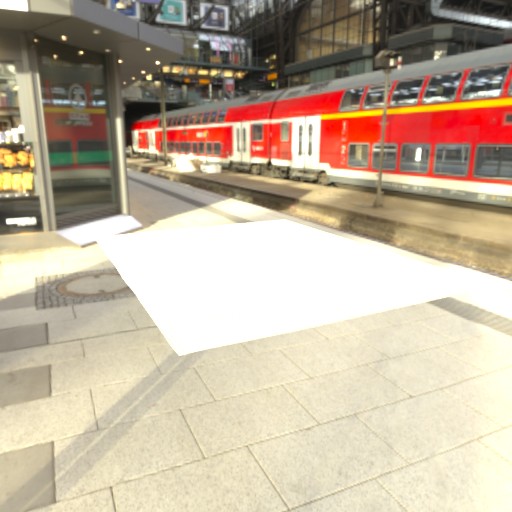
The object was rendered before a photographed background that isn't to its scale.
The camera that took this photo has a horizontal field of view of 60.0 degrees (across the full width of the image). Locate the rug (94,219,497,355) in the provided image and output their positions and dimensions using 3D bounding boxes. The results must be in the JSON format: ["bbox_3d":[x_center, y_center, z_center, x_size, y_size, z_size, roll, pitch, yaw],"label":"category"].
[{"bbox_3d":[0.000,0.000,3.808,2.277,0.035,2.897,-7,17,-26],"label":"rug"}]
